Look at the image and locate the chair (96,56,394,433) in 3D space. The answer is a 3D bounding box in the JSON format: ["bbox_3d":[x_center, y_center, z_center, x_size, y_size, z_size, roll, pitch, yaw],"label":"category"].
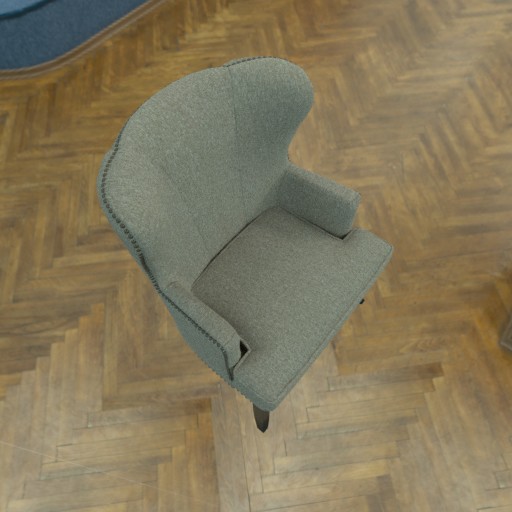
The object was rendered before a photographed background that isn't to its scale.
[{"bbox_3d":[0.000,0.000,1.588,0.758,1.060,0.759,35,65,19],"label":"chair"}]
